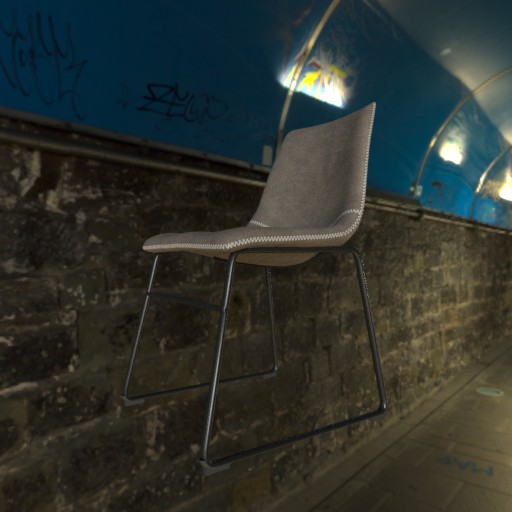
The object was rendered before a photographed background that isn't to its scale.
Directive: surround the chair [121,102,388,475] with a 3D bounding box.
[{"bbox_3d":[0.000,0.000,1.122,0.550,0.780,0.460,0,1,-35],"label":"chair"}]
